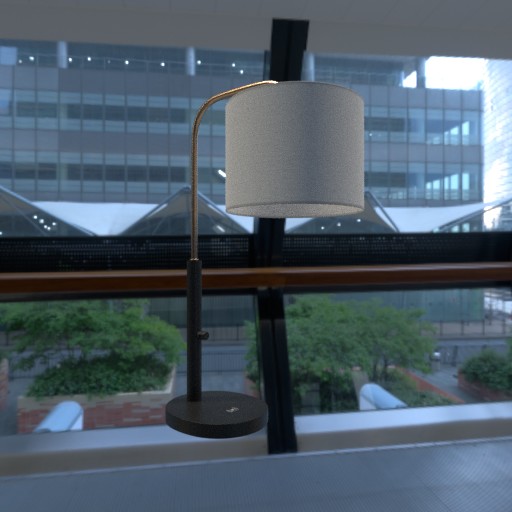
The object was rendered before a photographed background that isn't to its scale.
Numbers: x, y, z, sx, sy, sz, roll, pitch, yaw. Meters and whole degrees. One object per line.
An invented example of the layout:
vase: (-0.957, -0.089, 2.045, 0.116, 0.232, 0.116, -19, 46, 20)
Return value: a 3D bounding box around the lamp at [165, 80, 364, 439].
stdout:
lamp: (0.000, 0.000, 0.689, 0.337, 0.540, 0.199, 0, 0, 37)
